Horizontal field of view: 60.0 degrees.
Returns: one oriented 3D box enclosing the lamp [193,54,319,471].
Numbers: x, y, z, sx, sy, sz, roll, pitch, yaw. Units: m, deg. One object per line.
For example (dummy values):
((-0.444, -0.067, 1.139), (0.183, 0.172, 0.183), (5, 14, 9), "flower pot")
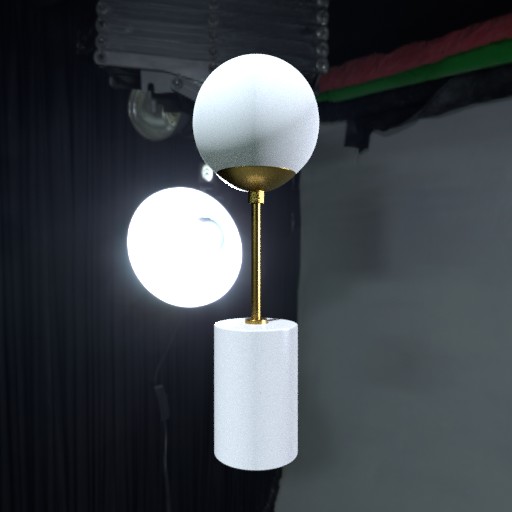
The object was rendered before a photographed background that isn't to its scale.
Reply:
((0.000, 0.000, 0.544), (0.153, 0.480, 0.153), (0, 0, 0), "lamp")
